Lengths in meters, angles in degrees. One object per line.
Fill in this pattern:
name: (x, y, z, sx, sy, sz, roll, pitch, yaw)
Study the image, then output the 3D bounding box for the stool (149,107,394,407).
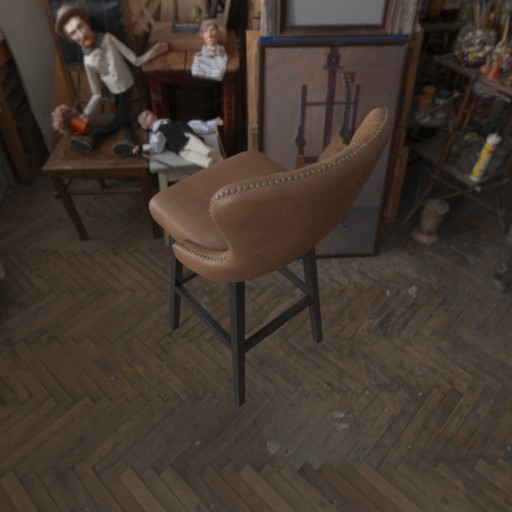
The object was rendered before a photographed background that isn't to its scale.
stool: (0.000, 0.000, 1.410, 0.528, 1.050, 0.601, -32, 55, -26)
